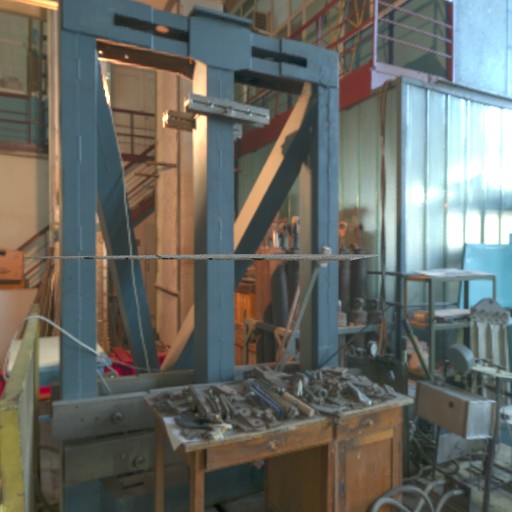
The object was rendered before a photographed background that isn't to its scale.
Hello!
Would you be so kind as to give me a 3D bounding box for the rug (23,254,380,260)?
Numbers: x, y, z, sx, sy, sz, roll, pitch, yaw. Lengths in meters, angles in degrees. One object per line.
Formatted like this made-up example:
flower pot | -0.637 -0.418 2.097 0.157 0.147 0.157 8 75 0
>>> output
rug | 0.000 0.000 3.036 1.526 0.008 2.465 0 1 18
